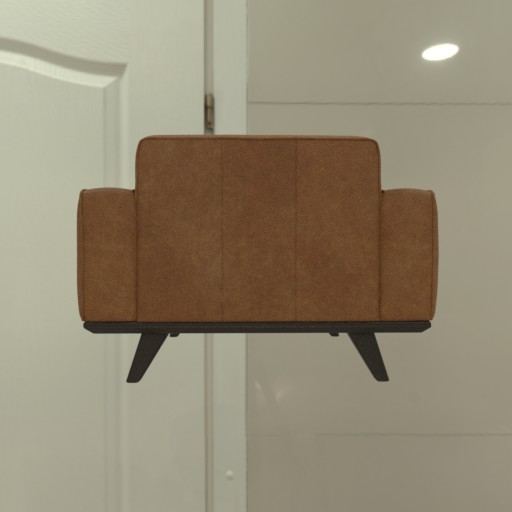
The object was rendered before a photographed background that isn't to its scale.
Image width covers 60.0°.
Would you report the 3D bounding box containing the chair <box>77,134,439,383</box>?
[{"bbox_3d":[0.000,0.000,1.776,1.118,0.782,0.952,0,0,-1],"label":"chair"}]
